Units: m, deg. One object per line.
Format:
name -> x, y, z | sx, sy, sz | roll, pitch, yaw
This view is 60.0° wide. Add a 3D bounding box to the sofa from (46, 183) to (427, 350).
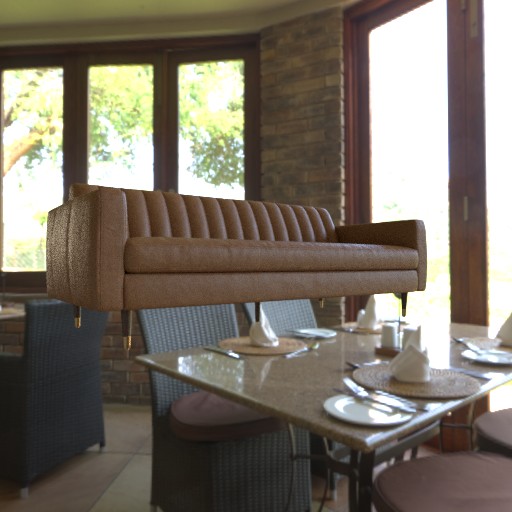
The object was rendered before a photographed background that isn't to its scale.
sofa -> 0.000, 0.000, 2.763 | 2.291, 0.821, 0.990 | 1, -1, -36
